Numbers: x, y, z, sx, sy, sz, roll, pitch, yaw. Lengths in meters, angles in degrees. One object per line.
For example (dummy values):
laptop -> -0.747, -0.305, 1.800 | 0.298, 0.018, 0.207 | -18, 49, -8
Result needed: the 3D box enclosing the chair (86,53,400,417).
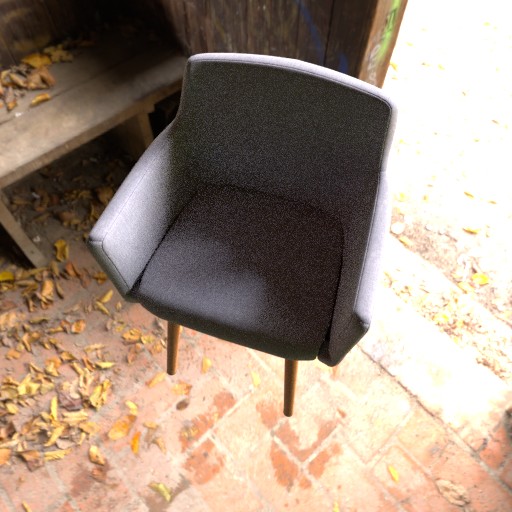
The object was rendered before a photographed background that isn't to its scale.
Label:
chair -> 0.000, 0.000, 1.131 | 0.570, 0.780, 0.540 | 16, 60, 10
